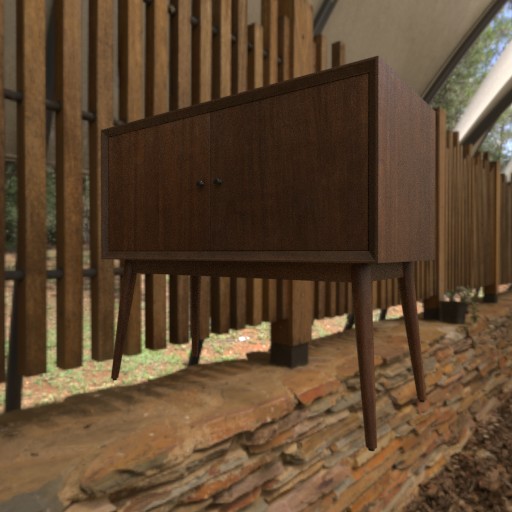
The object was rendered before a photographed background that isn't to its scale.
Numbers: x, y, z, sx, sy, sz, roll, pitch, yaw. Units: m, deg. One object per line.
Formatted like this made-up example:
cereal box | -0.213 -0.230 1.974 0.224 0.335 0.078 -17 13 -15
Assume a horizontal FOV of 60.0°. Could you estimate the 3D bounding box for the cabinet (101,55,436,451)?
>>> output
cabinet | 0.000 0.000 1.078 0.743 0.654 0.354 0 1 36
